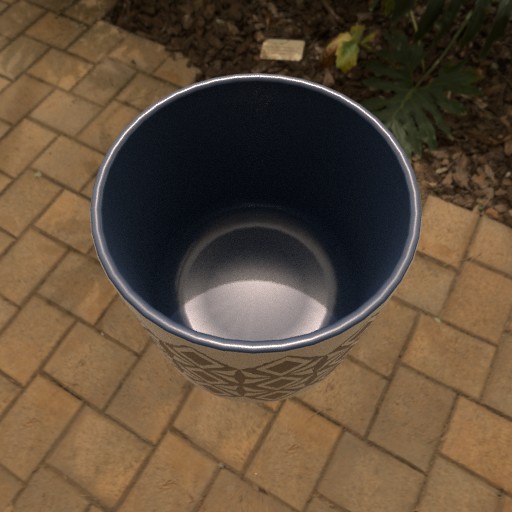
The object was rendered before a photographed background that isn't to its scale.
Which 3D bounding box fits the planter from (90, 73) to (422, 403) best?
[{"bbox_3d":[0.000,0.000,0.390,0.224,0.203,0.224,0,64,0],"label":"planter"}]
